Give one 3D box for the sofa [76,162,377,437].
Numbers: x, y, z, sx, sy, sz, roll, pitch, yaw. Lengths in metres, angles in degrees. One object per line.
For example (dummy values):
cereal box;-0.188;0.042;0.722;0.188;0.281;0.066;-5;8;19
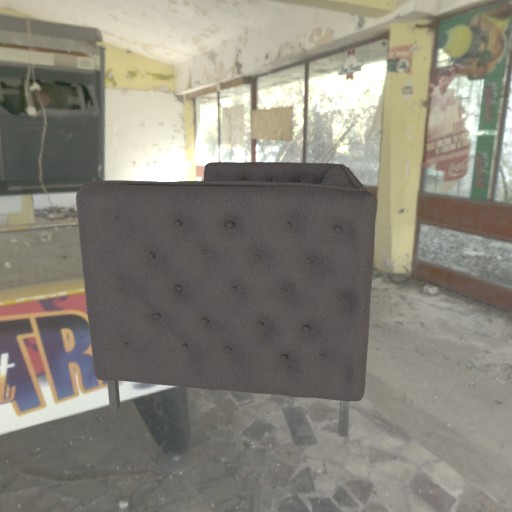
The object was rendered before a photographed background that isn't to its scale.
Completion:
sofa;0.000;0.000;2.078;0.909;0.810;1.583;2;14;9
